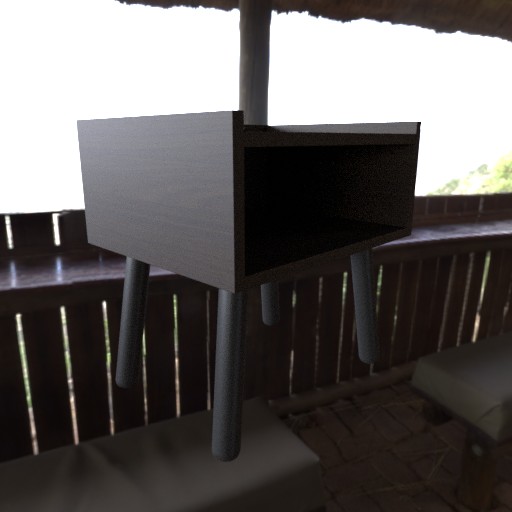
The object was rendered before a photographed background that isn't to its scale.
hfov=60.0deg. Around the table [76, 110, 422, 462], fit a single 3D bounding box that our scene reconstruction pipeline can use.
[{"bbox_3d":[0.000,0.000,0.804,0.370,0.470,0.450,14,20,42],"label":"table"}]
